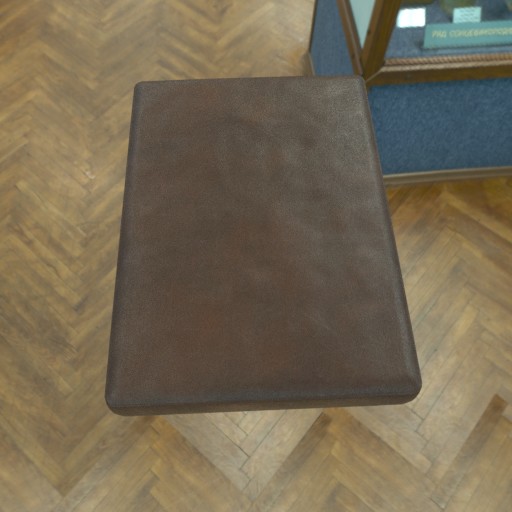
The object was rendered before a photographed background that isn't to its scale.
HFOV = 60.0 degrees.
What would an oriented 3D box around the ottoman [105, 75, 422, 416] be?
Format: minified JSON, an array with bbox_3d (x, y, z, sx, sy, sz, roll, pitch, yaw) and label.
[{"bbox_3d":[0.000,0.000,1.159,0.588,0.509,0.795,-2,66,-1],"label":"ottoman"}]
